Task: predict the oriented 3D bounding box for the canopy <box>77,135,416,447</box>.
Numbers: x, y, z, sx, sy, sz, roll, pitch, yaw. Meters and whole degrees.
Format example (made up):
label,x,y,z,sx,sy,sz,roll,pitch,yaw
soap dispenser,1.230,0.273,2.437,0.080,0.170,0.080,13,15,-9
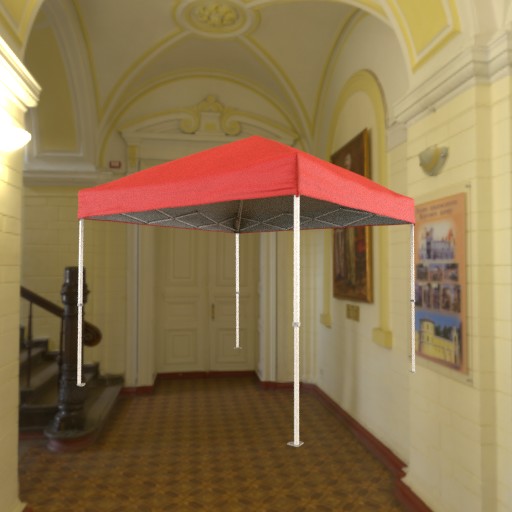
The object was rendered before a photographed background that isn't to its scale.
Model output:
label,x,y,z,sx,sy,sz,roll,pitch,yaw
canopy,0.000,0.000,5.467,2.998,2.997,2.996,-1,-2,36
